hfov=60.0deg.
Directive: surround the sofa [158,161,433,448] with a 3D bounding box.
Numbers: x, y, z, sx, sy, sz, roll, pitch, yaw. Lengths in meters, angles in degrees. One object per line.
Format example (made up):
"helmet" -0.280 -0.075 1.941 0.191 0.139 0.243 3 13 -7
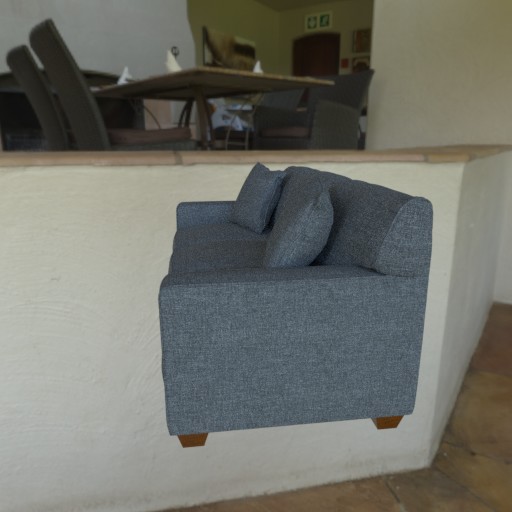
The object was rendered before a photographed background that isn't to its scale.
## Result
"sofa" 0.000 0.000 2.502 0.997 0.958 2.024 -2 15 -8
